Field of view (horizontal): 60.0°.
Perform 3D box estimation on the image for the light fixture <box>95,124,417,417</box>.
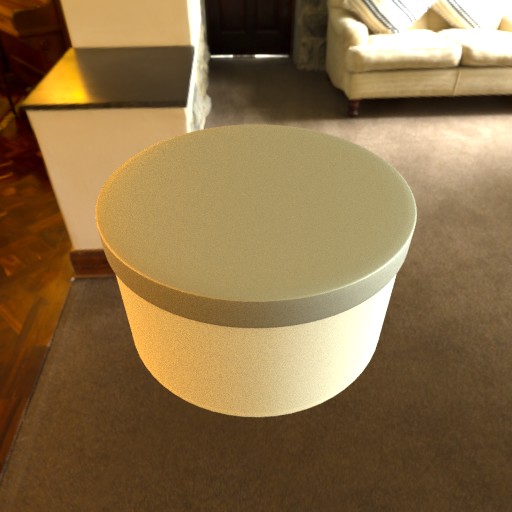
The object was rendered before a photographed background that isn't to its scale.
[{"bbox_3d":[0.000,0.000,0.634,0.393,0.229,0.393,0,40,0],"label":"light fixture"}]
